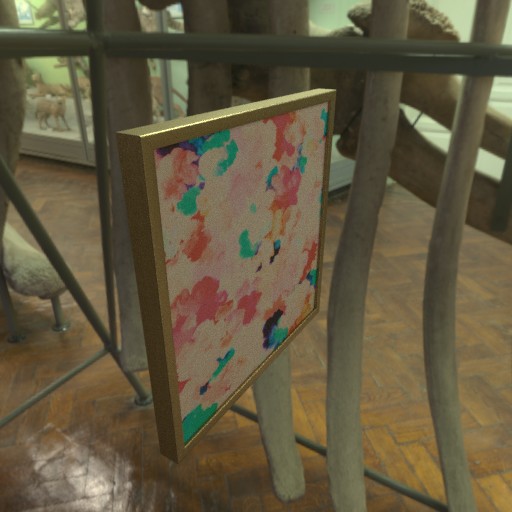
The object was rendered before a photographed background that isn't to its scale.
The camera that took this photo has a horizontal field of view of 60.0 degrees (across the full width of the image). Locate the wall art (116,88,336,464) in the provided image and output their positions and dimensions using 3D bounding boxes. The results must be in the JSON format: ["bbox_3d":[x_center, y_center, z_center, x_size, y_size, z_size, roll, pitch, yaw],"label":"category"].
[{"bbox_3d":[0.000,0.000,0.783,0.037,0.509,0.510,16,31,29],"label":"wall art"}]
